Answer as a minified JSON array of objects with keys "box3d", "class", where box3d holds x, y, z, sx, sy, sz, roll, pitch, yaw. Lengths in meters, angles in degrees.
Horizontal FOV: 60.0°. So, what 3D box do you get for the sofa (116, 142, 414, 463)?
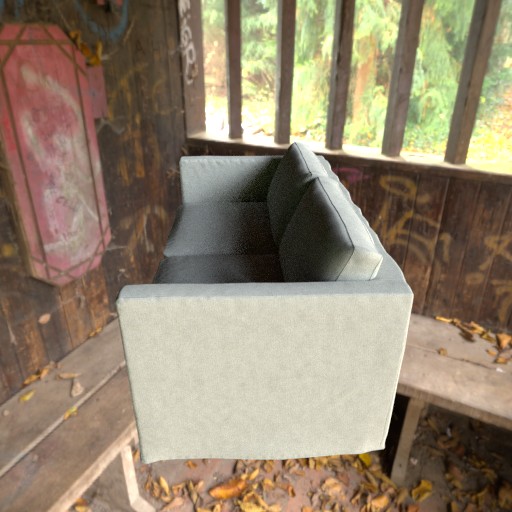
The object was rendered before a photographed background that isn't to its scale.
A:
[{"box3d":[0.000,0.000,2.225,0.944,0.830,1.727,-1,27,-2],"class":"sofa"}]
